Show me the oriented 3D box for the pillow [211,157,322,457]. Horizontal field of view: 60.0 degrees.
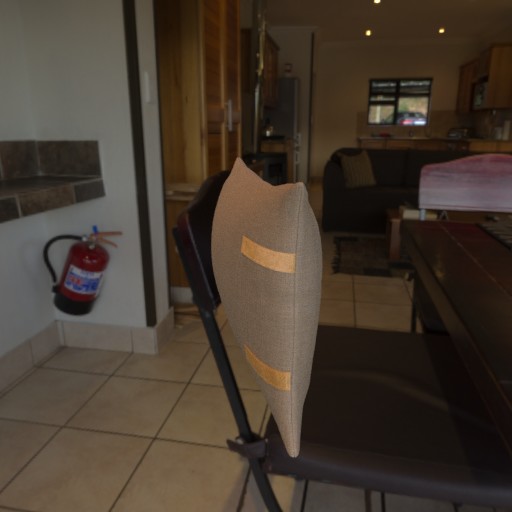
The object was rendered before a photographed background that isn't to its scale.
[{"bbox_3d":[0.000,0.000,0.747,0.148,0.308,0.612,-2,15,-8],"label":"pillow"}]
